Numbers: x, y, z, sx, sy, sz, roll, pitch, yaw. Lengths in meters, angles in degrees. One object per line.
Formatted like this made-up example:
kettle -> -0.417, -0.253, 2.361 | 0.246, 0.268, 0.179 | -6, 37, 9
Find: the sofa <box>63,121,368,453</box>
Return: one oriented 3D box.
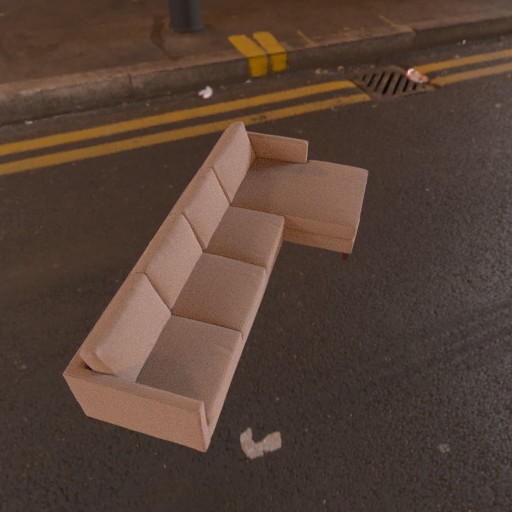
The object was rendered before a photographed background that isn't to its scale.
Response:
sofa -> 0.000, 0.000, 3.864 | 1.625, 0.861, 3.186 | 12, 47, 11
